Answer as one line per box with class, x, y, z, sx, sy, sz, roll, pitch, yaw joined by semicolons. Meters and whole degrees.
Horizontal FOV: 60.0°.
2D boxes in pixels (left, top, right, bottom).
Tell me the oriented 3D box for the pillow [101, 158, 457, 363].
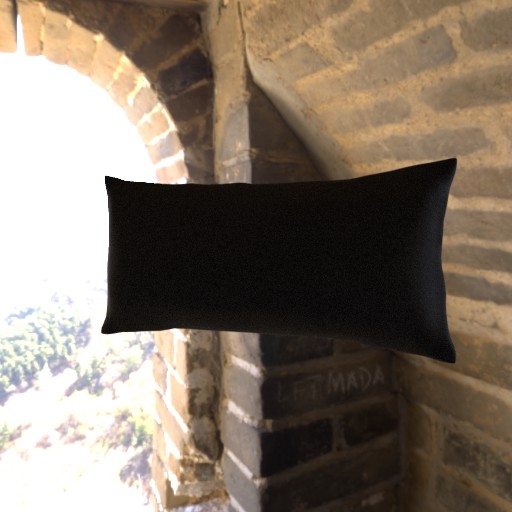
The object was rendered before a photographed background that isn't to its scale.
pillow;0.000;0.000;0.734;0.609;0.305;0.151;0;0;19
